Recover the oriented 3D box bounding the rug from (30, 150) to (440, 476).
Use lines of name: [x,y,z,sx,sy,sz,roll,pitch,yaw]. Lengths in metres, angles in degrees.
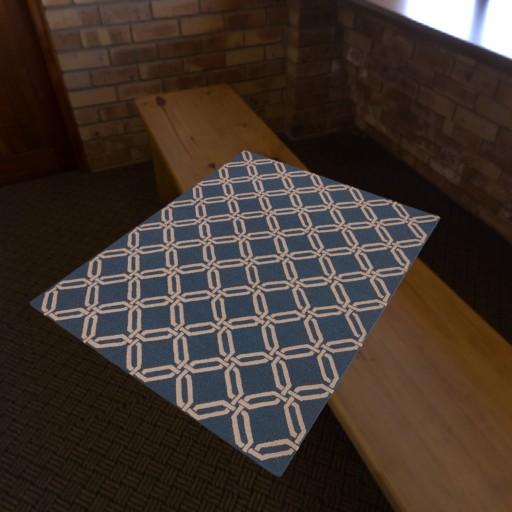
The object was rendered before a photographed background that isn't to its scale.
rug: [0.000,0.000,3.794,2.277,0.020,2.867,25,48,25]
